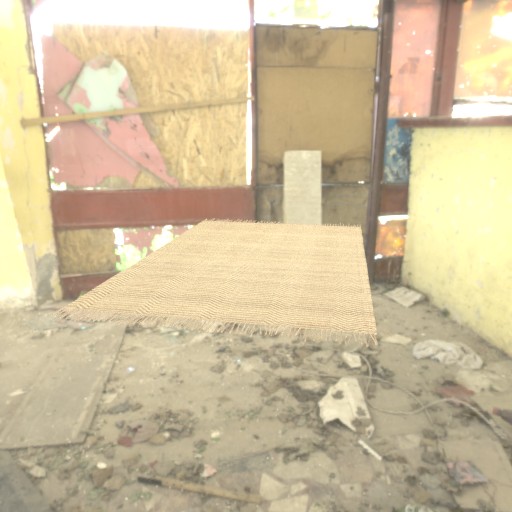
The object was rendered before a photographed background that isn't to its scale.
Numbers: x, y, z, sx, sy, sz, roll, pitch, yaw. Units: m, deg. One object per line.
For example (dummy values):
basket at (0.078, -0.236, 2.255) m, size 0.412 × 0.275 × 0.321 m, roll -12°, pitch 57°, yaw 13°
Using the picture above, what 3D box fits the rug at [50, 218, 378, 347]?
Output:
rug at (0.000, 0.000, 2.526) m, size 1.224 × 0.027 × 2.021 m, roll 3°, pitch 16°, yaw 11°
